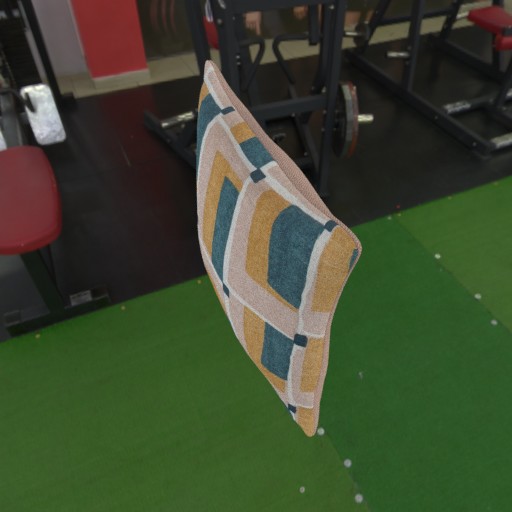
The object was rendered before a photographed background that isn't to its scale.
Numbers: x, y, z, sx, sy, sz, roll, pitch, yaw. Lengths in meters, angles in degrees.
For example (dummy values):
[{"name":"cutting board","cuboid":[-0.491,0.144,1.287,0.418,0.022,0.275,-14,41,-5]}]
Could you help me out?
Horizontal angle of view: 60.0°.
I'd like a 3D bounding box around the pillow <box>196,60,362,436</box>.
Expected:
[{"name":"pillow","cuboid":[0.000,0.000,0.754,0.158,0.479,0.478,-16,48,-15]}]
